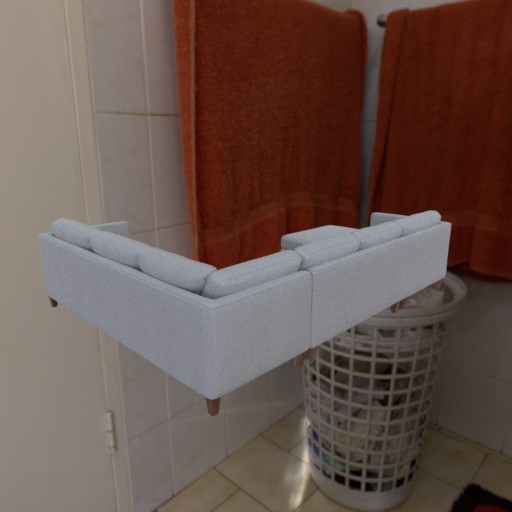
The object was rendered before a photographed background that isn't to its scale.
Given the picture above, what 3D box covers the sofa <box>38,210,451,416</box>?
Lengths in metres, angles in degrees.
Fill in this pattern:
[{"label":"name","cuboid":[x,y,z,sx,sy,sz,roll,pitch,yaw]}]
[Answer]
[{"label":"sofa","cuboid":[0.000,0.000,4.387,2.551,0.853,3.238,15,22,43]}]
